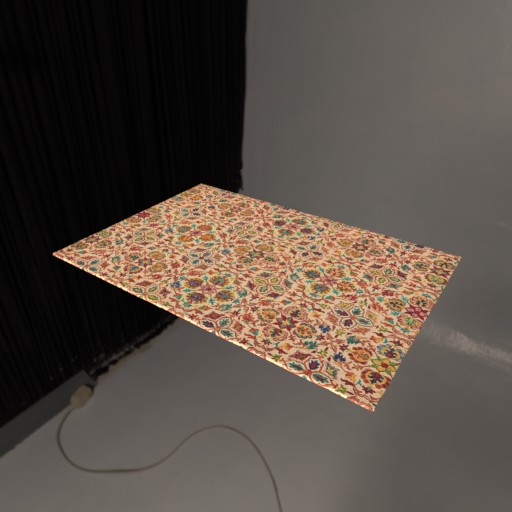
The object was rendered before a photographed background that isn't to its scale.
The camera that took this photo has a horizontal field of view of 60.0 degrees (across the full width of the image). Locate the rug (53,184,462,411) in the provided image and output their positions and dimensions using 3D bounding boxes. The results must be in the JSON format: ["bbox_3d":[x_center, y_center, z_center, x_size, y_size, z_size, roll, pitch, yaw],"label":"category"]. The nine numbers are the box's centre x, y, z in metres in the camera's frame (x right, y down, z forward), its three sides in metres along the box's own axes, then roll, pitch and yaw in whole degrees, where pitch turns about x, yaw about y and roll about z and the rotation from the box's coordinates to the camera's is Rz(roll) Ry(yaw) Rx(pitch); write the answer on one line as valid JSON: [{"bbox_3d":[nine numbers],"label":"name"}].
[{"bbox_3d":[0.000,0.000,2.993,2.297,0.018,1.541,20,36,29],"label":"rug"}]
